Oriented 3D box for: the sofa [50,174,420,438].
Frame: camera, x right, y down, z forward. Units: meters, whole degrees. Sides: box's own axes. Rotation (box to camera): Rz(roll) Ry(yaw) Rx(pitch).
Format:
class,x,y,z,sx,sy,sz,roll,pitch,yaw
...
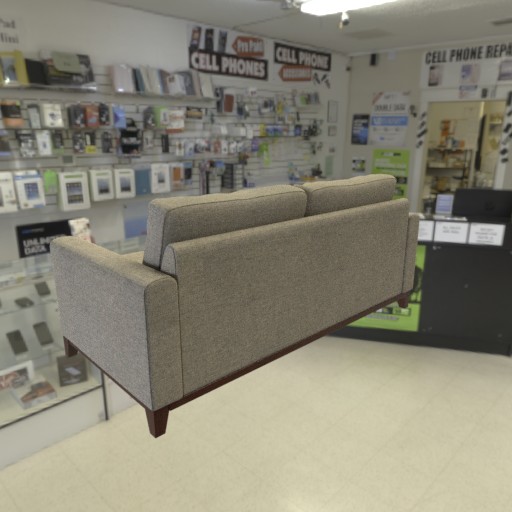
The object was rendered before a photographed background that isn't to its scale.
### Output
class,x,y,z,sx,sy,sz,roll,pitch,yaw
sofa,0.000,0.000,2.552,1.978,0.892,0.969,-14,21,-41
